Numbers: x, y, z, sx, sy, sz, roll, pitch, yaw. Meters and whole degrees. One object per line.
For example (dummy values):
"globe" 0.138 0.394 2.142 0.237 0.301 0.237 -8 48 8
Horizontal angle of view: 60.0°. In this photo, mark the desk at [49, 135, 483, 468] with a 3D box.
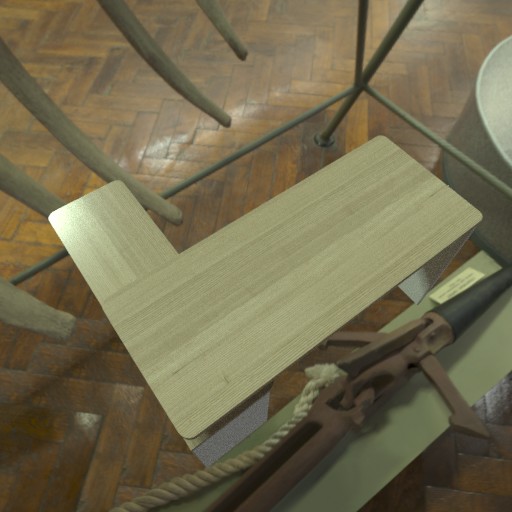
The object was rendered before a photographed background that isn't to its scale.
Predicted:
"desk" 0.000 0.000 2.110 1.400 0.770 1.175 -33 64 -18
